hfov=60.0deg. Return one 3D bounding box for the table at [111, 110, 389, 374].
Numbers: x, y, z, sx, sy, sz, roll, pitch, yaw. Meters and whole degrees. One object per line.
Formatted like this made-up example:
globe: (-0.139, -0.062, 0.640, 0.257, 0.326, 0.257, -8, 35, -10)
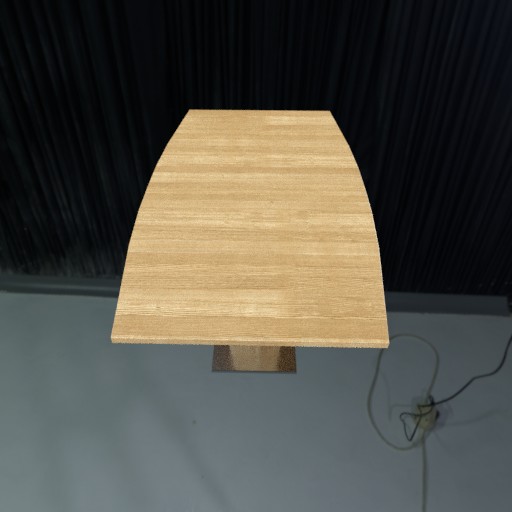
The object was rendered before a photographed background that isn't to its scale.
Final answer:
table: (0.000, 0.000, 2.077, 0.900, 0.748, 1.598, 1, 40, 1)
